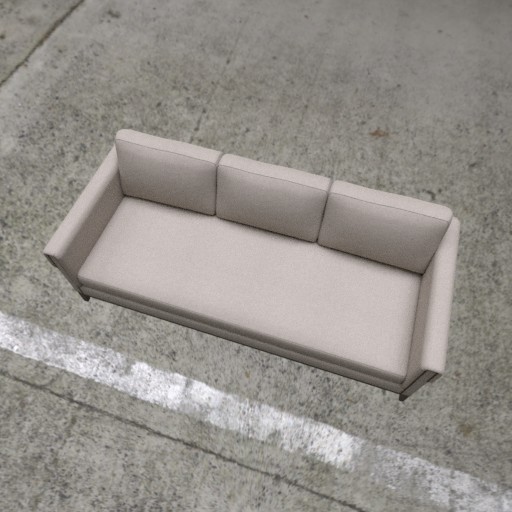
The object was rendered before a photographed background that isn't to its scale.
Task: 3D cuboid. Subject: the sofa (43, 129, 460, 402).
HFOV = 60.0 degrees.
[{"bbox_3d":[0.000,0.000,2.712,2.210,0.838,0.959,16,60,9],"label":"sofa"}]
